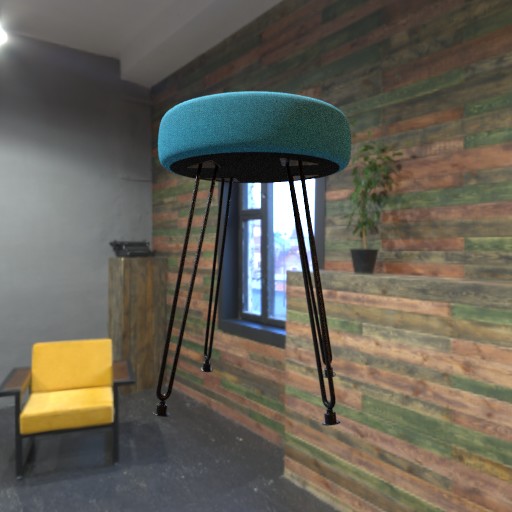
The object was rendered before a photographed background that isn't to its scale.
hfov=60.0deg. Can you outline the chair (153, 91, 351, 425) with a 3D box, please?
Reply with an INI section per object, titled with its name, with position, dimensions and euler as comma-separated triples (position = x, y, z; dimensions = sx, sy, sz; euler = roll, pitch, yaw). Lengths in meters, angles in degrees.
[chair]
position = 0.000, 0.000, 0.707
dimensions = 0.350, 0.440, 0.350
euler = 0, 1, -36
